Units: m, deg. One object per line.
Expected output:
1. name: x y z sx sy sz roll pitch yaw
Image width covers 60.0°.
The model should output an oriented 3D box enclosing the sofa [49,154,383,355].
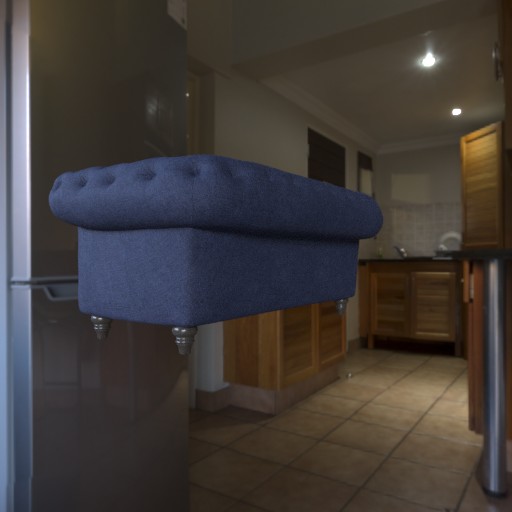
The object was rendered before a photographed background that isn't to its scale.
1. sofa: 0.000 0.000 2.588 1.082 0.833 1.988 0 0 36
